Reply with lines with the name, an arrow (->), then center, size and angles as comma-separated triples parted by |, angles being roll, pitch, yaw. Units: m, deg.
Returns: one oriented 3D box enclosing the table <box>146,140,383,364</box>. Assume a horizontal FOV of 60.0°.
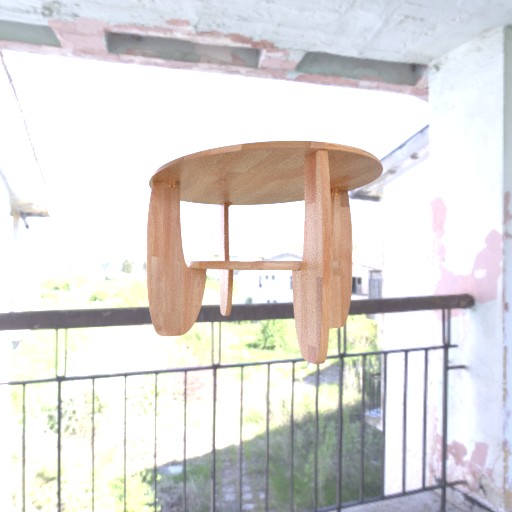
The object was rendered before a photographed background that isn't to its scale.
table -> 0.000, 0.000, 1.438 | 0.690, 0.490, 1.040 | 0, -1, -17
